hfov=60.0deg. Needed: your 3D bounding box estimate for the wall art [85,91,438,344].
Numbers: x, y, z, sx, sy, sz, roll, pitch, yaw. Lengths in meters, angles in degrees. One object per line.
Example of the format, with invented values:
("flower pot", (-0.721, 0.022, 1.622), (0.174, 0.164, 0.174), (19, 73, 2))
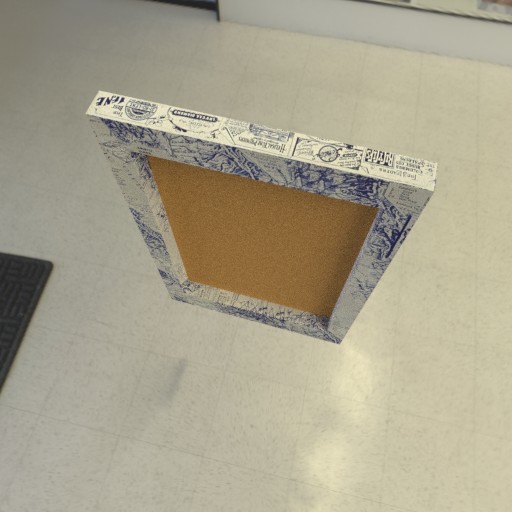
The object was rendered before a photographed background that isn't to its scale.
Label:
("wall art", (0.000, 0.000, 0.774), (0.408, 0.601, 0.040), (14, 64, 7))
